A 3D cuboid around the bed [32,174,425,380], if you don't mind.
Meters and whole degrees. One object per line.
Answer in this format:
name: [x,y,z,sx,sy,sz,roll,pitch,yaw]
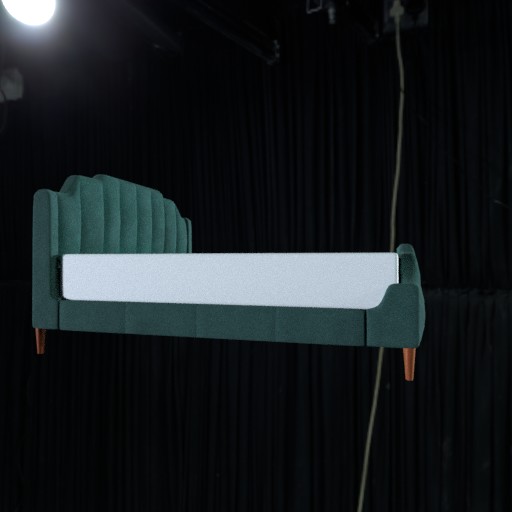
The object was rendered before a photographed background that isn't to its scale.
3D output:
bed: [0.000,0.000,3.457,2.340,1.245,2.074,0,0,17]
